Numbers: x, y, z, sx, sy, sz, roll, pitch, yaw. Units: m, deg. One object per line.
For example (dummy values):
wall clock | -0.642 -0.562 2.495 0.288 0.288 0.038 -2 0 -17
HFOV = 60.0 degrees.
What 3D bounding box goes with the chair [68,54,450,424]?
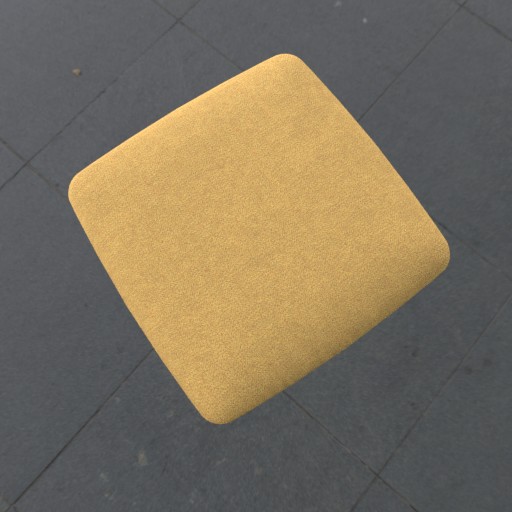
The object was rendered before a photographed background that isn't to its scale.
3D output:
chair | 0.000 0.000 0.689 0.350 0.440 0.350 -33 79 -7
